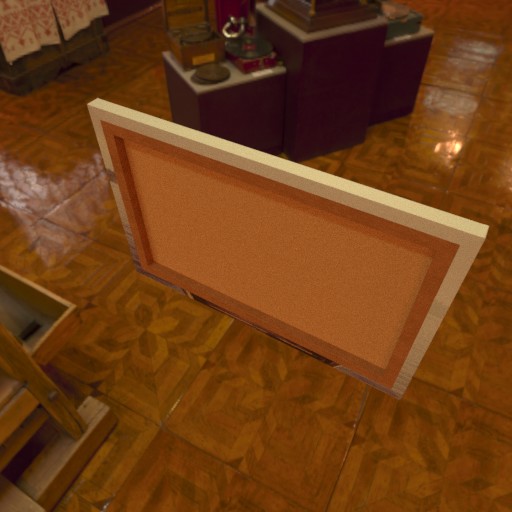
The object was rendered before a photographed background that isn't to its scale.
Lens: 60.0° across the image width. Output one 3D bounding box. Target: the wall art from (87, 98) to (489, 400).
[{"bbox_3d":[0.000,0.000,1.136,0.916,0.609,0.037,23,51,20],"label":"wall art"}]
